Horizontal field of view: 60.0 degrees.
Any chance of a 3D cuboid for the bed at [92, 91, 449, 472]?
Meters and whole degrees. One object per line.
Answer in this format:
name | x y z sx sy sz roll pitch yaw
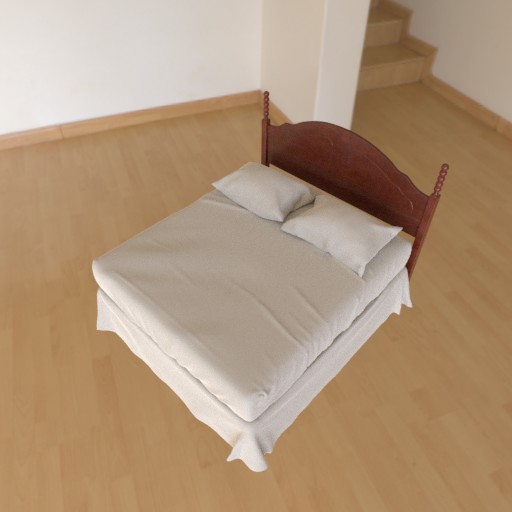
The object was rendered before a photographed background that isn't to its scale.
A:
bed | 0.000 0.000 3.264 1.873 1.356 2.040 33 54 29
